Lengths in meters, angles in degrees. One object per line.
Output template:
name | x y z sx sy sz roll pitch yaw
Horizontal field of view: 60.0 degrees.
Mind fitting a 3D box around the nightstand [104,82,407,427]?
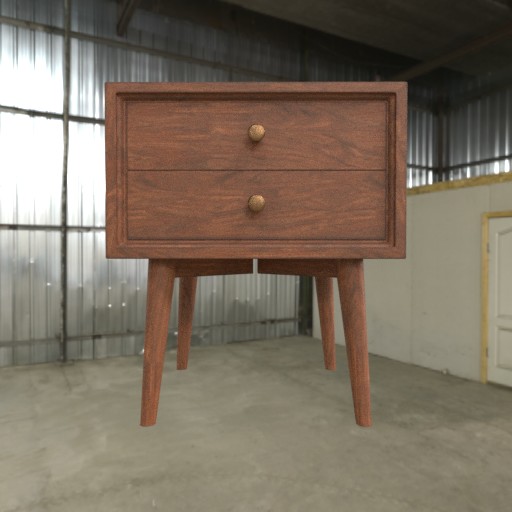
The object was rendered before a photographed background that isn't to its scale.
nightstand | 0.000 0.000 0.977 0.521 0.607 0.445 0 1 0
